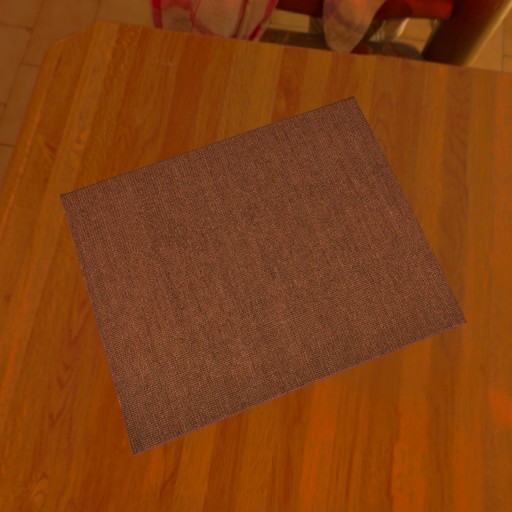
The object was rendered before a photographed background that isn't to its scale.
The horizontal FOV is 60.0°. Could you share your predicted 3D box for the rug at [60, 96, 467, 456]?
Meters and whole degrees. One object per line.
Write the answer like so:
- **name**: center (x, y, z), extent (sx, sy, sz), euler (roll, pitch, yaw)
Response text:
- **rug**: center (0.000, 0.000, 4.053), extent (3.068, 0.021, 2.456), euler (-20, 76, -5)
